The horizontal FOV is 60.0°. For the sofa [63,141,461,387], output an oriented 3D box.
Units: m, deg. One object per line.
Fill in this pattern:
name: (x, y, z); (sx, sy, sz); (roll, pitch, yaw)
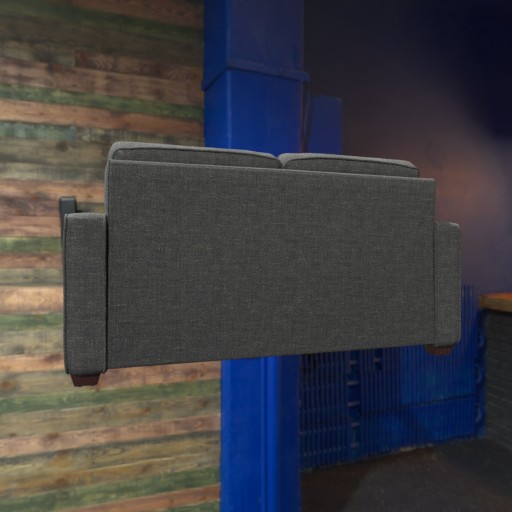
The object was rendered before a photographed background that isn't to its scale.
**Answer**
sofa: (0.000, 0.000, 2.214); (1.709, 0.918, 0.947); (0, 1, -18)
